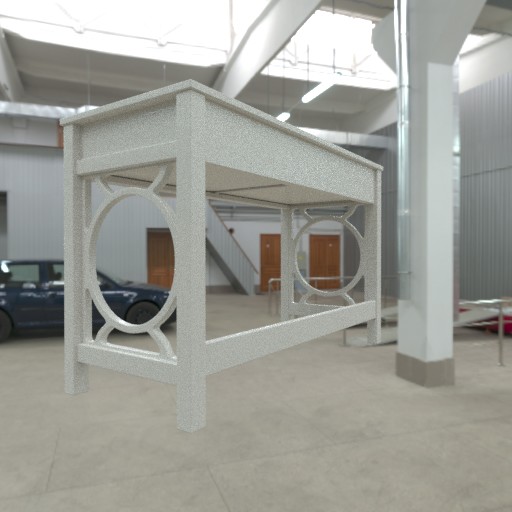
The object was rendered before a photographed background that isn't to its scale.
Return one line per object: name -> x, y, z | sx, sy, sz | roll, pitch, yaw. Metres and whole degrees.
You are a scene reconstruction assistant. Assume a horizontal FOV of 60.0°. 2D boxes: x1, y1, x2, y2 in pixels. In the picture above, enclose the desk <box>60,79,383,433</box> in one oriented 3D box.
desk -> 0.000, 0.000, 1.571 | 0.504, 0.762, 1.191 | 0, 1, 35
